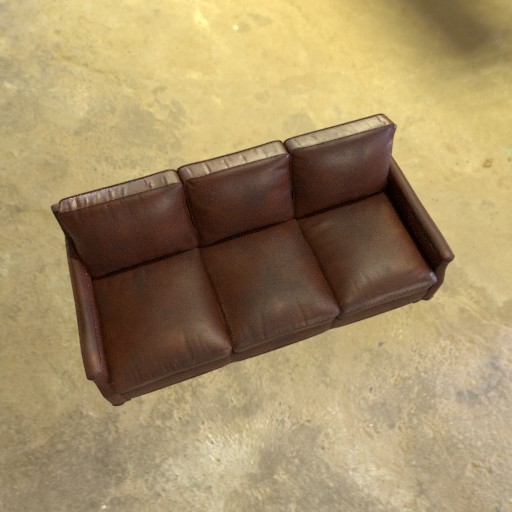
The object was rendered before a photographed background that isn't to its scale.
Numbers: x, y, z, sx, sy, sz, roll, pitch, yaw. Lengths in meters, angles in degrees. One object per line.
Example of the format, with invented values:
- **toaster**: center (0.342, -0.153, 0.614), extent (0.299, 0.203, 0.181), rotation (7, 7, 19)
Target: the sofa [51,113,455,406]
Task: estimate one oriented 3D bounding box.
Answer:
- **sofa**: center (0.000, 0.000, 2.808), extent (2.240, 1.003, 1.084), rotation (-17, 64, -8)
